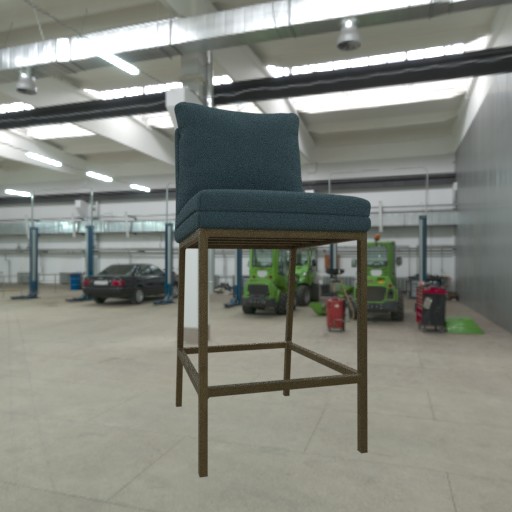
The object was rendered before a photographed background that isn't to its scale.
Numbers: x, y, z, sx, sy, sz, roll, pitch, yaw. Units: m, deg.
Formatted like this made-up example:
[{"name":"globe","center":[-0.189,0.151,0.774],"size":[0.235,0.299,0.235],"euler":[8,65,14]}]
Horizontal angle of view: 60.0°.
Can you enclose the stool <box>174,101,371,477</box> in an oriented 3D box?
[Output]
[{"name":"stool","center":[0.000,0.000,1.354],"size":[0.463,1.032,0.568],"euler":[0,-1,-18]}]
